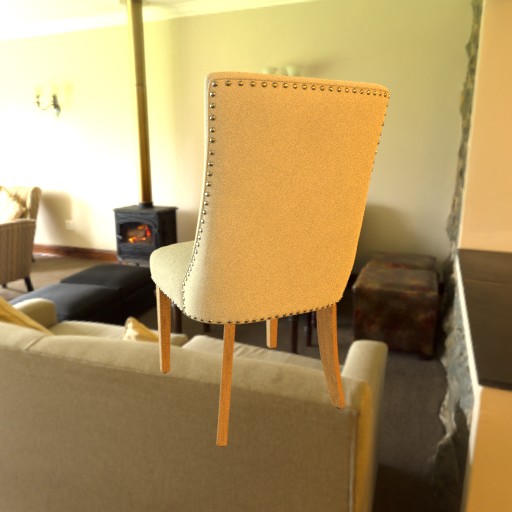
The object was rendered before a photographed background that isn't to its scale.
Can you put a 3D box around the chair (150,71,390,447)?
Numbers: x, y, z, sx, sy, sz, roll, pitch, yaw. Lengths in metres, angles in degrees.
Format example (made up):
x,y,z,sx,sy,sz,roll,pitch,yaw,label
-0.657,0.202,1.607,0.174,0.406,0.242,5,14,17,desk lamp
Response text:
x,y,z,sx,sy,sz,roll,pitch,yaw,label
0.000,0.000,1.288,0.495,0.902,0.610,-7,15,-27,chair
